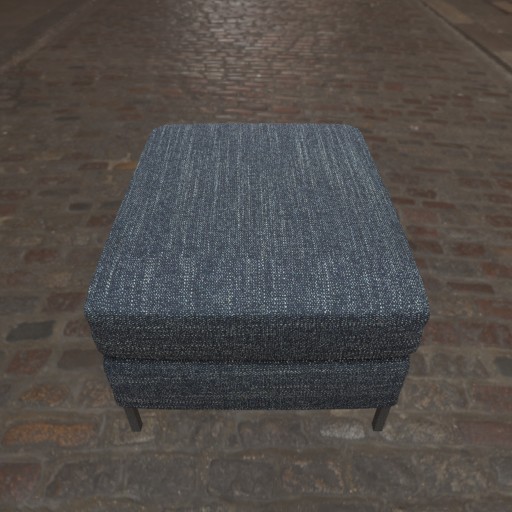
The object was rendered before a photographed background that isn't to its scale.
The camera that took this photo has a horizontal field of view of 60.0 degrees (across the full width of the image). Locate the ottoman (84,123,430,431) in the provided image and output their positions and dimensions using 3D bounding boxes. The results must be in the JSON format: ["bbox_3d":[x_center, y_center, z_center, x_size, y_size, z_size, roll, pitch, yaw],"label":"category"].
[{"bbox_3d":[0.000,0.000,1.226,0.667,0.491,0.814,0,41,0],"label":"ottoman"}]
